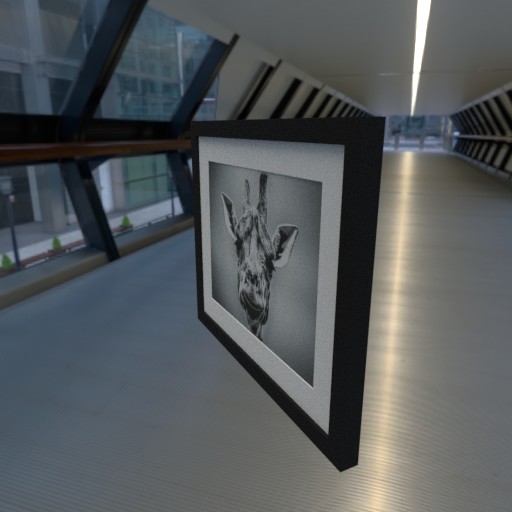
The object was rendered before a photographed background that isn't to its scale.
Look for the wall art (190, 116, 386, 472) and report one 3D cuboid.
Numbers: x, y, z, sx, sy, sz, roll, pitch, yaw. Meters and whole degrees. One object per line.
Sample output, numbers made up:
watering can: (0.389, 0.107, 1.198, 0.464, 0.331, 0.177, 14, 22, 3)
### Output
wall art: (0.000, 0.000, 0.777, 0.031, 0.457, 0.558, -8, 18, -26)
